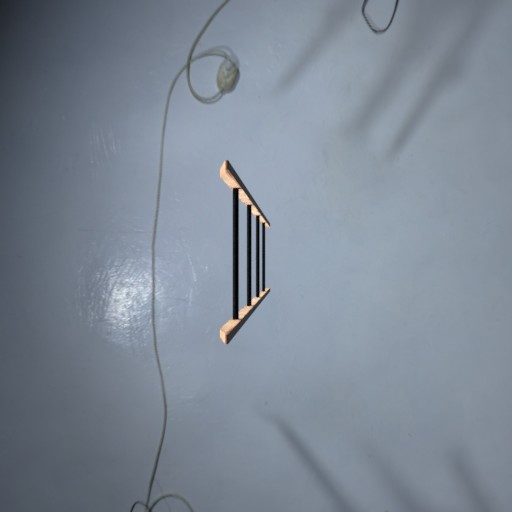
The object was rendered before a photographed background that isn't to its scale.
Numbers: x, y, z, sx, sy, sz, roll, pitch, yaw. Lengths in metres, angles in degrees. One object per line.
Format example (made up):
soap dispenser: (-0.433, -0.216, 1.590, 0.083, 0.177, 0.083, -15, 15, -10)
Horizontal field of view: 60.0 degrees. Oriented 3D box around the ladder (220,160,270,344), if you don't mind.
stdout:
ladder: (0.000, 0.000, 1.950, 0.200, 1.805, 0.442, 0, 89, -1)
